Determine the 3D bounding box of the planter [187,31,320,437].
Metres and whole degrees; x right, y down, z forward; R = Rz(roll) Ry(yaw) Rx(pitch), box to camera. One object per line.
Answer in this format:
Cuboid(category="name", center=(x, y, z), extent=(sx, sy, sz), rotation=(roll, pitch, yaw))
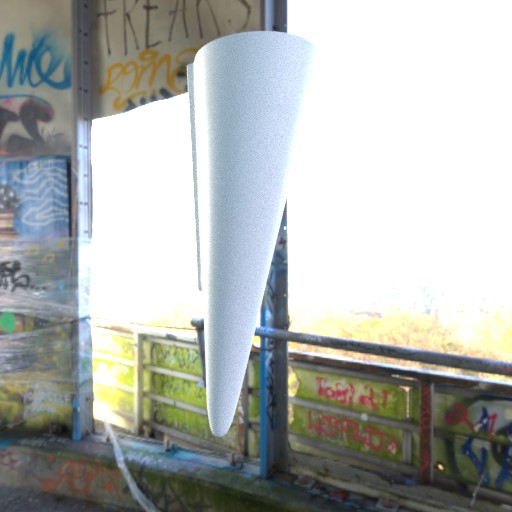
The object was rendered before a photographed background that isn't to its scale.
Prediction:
Cuboid(category="planter", center=(0.000, 0.000, 0.220), extent=(0.064, 0.193, 0.057), rotation=(1, 1, 36))
